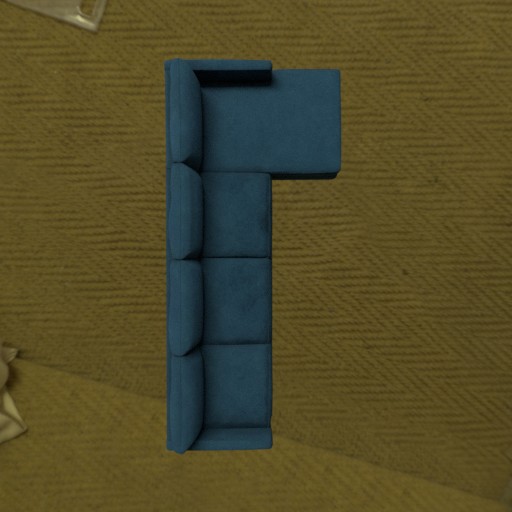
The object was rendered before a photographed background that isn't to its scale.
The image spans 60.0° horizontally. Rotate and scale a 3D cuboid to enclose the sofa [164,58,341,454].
[{"bbox_3d":[0.000,0.000,3.461,1.350,0.810,2.932,0,91,-1],"label":"sofa"}]
